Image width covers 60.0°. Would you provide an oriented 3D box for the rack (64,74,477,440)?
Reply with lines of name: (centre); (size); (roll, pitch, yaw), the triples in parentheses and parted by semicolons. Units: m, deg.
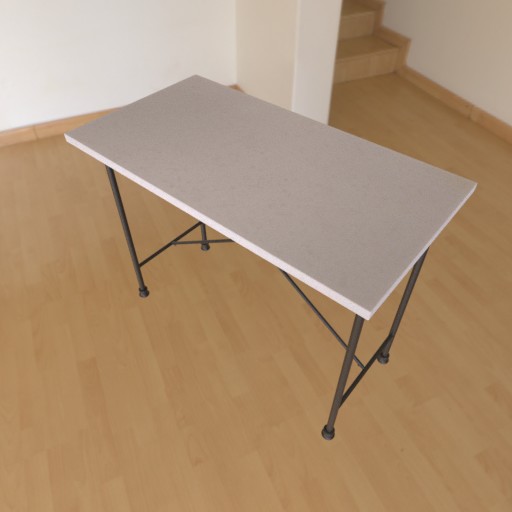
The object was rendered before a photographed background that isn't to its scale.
rack: (0.000, 0.000, 1.689); (1.159, 0.880, 0.613); (31, 53, 27)
